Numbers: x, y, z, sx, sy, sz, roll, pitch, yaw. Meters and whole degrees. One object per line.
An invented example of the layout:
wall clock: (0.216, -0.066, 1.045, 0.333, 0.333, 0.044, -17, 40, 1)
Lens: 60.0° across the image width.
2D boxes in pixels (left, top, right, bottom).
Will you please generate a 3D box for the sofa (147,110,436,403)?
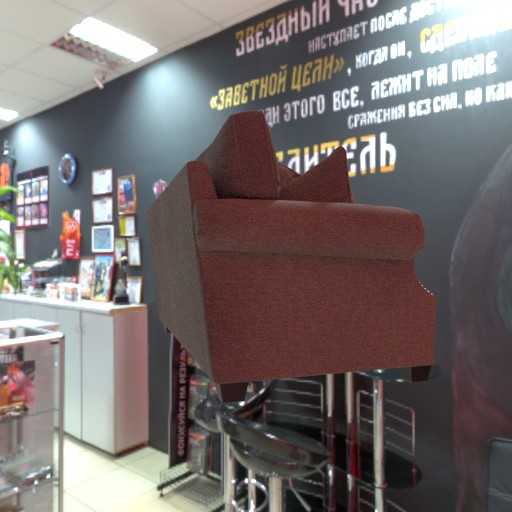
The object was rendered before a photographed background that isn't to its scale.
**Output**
sofa: (0.000, 0.000, 2.262, 0.966, 0.966, 1.701, 0, 0, -19)
